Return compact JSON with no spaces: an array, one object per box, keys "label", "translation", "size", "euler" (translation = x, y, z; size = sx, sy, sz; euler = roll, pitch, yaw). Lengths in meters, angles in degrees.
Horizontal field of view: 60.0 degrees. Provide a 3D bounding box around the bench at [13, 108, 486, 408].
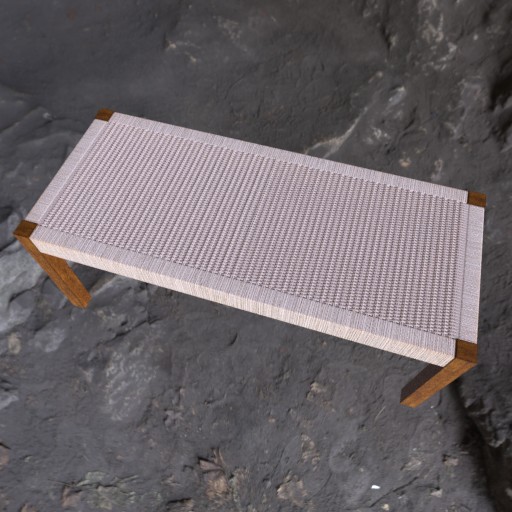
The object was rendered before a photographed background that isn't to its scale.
[{"label":"bench","translation":[0.000,0.000,1.406],"size":[1.198,0.457,0.507],"euler":[15,60,9]}]
